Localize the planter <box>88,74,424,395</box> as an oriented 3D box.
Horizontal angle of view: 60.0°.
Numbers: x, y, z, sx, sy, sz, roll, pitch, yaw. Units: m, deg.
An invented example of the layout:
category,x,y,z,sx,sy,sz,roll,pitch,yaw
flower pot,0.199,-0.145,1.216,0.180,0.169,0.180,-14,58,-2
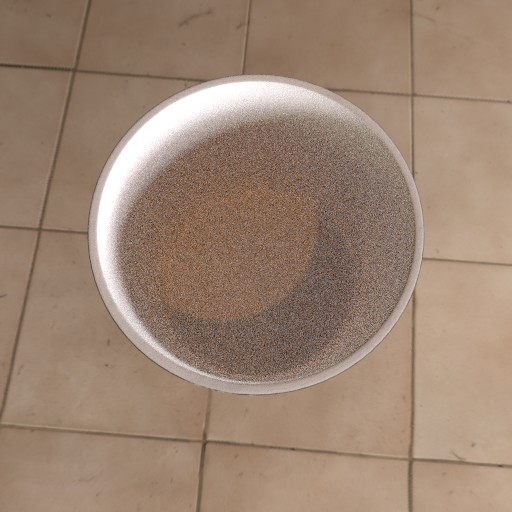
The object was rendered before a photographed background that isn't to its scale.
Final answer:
category,x,y,z,sx,sy,sz,roll,pitch,yaw
planter,0.000,0.000,0.311,0.178,0.157,0.178,0,76,0
